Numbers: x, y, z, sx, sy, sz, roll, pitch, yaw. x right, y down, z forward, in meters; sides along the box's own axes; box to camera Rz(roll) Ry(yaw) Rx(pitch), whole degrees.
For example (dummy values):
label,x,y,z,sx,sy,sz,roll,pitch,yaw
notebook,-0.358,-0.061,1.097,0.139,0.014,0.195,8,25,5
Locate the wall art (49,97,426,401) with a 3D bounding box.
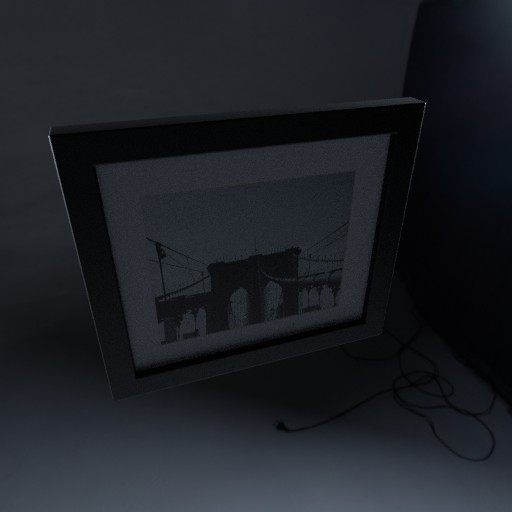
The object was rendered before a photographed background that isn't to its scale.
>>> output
label,x,y,z,sx,sy,sz,roll,pitch,yaw
wall art,0.000,0.000,0.524,0.380,0.330,0.028,-10,33,-16
